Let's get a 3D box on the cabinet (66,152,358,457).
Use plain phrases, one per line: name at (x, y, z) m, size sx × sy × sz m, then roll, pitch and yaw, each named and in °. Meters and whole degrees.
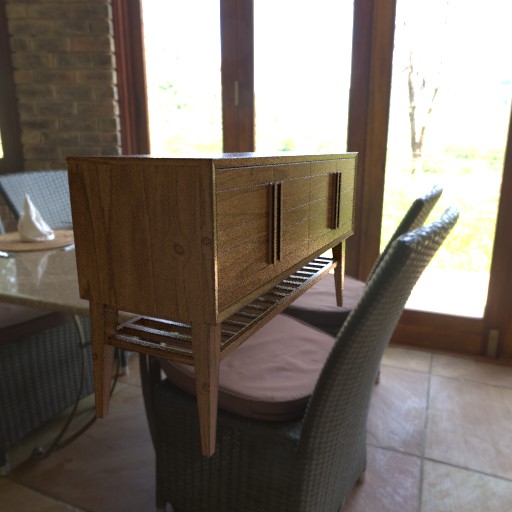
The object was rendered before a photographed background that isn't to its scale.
cabinet at (0.000, 0.000, 1.785) m, size 0.477 × 0.802 × 1.363 m, roll 7°, pitch 15°, yaw 25°
